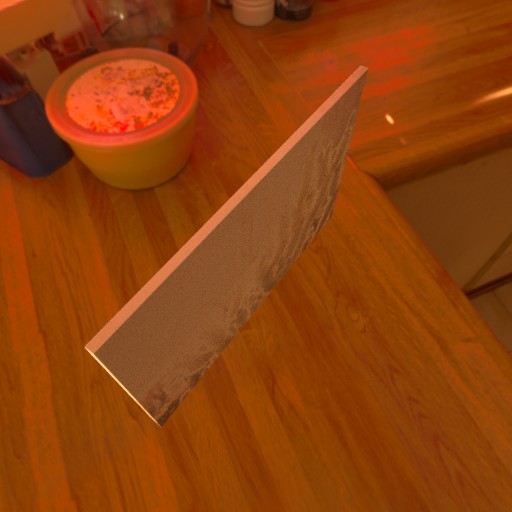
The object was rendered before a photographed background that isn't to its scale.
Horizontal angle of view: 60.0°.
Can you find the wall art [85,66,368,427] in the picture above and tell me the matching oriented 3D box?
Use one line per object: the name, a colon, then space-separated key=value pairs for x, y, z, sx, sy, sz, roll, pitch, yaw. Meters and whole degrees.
wall art: x=0.000 y=0.000 z=1.954 sx=0.038 sy=1.012 sz=1.525 roll=32 pitch=64 yaw=18
